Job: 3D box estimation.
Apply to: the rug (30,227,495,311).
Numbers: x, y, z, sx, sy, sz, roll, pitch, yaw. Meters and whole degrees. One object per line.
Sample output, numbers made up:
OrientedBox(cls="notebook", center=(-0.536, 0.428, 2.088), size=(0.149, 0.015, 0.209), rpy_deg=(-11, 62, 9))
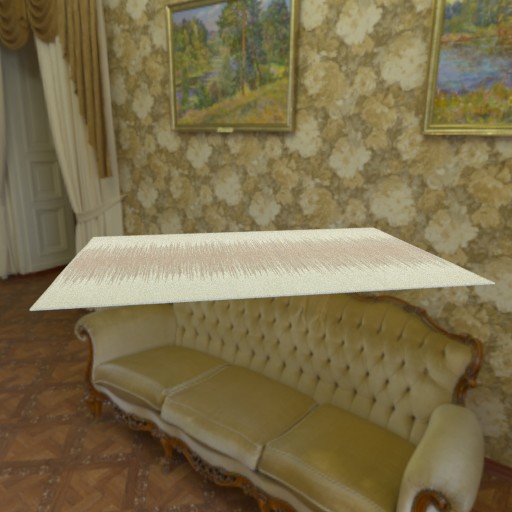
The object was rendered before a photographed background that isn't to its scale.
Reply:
OrientedBox(cls="rug", center=(0.000, 0.000, 2.312), size=(1.850, 0.006, 1.234), rpy_deg=(-2, 15, -9))
